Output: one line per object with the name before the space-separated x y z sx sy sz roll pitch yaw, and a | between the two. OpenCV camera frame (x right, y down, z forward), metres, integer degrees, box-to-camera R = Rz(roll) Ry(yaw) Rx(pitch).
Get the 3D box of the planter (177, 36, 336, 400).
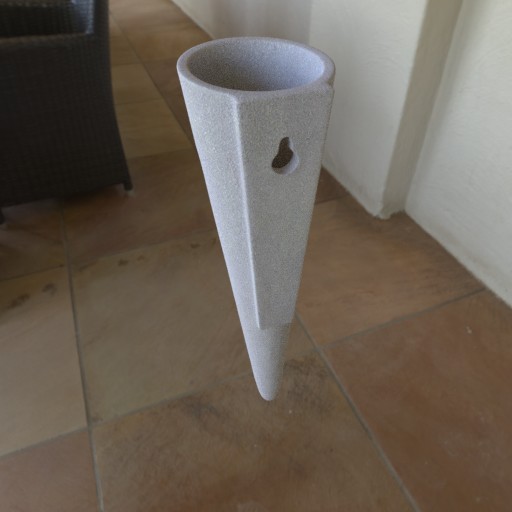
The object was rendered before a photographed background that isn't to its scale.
planter | 0.000 0.000 0.307 0.078 0.259 0.087 -13 44 -14
